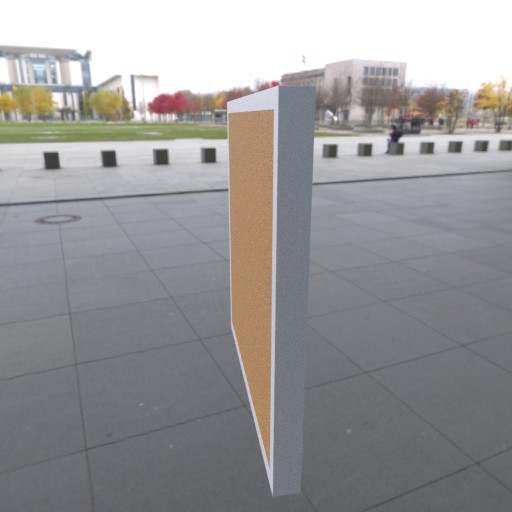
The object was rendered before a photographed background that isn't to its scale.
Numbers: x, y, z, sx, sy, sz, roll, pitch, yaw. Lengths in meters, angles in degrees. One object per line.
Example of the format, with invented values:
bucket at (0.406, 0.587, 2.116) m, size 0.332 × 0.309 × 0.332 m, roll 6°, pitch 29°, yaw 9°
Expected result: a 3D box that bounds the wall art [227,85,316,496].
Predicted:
wall art at (0.000, 0.000, 0.752) m, size 0.038 × 0.508 × 0.507 m, roll -3°, pitch 18°, yaw -9°
